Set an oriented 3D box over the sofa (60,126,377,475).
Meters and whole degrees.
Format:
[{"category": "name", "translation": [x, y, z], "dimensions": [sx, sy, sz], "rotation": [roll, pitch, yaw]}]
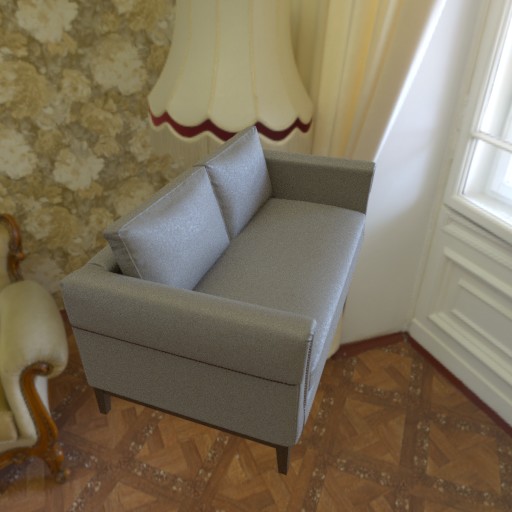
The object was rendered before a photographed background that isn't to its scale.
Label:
[{"category": "sofa", "translation": [0.000, 0.000, 2.152], "dimensions": [0.899, 0.873, 1.598], "rotation": [11, 33, 17]}]
